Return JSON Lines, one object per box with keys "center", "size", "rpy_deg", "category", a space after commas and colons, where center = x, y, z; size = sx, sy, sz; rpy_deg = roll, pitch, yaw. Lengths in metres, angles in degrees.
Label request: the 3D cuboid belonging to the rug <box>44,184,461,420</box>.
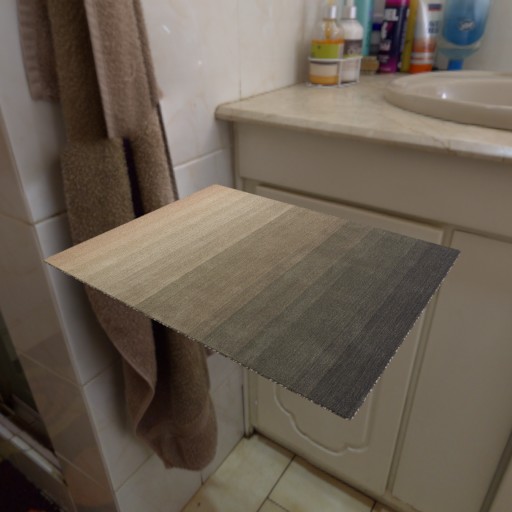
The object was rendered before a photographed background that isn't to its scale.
{"center": [0.000, 0.000, 3.903], "size": [2.902, 0.017, 2.305], "rpy_deg": [20, 35, 31], "category": "rug"}
